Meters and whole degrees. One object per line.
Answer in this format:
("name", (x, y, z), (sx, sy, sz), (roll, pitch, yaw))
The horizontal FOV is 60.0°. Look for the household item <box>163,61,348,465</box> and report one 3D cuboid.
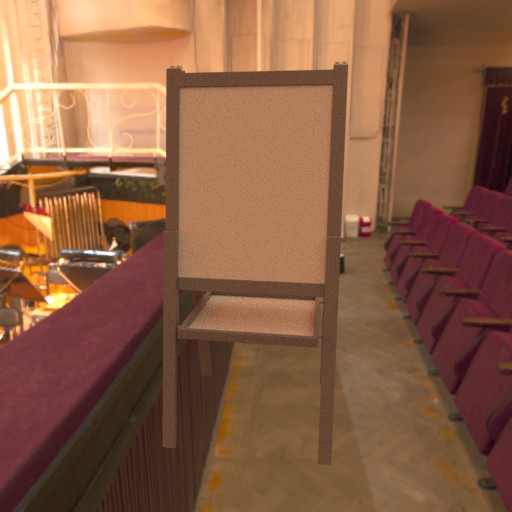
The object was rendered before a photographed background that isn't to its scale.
("household item", (0.000, 0.000, 1.453), (0.531, 1.172, 0.469), (2, 15, 8))
